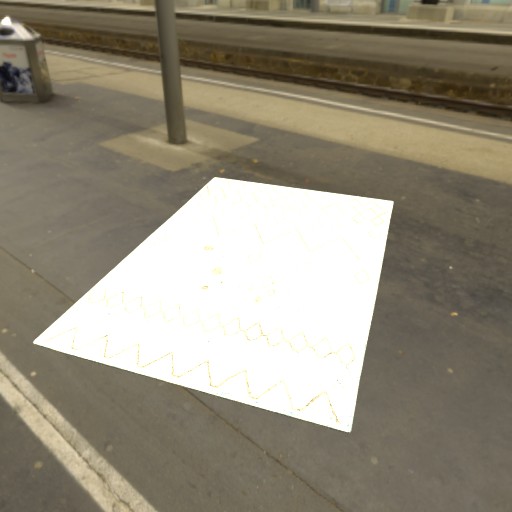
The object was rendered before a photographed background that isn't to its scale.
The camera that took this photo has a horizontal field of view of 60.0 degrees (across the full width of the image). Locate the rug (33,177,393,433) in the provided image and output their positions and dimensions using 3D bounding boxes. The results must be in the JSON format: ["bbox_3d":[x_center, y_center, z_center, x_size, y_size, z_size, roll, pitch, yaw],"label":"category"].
[{"bbox_3d":[0.000,0.000,2.314,1.260,0.009,1.820,10,34,16],"label":"rug"}]
